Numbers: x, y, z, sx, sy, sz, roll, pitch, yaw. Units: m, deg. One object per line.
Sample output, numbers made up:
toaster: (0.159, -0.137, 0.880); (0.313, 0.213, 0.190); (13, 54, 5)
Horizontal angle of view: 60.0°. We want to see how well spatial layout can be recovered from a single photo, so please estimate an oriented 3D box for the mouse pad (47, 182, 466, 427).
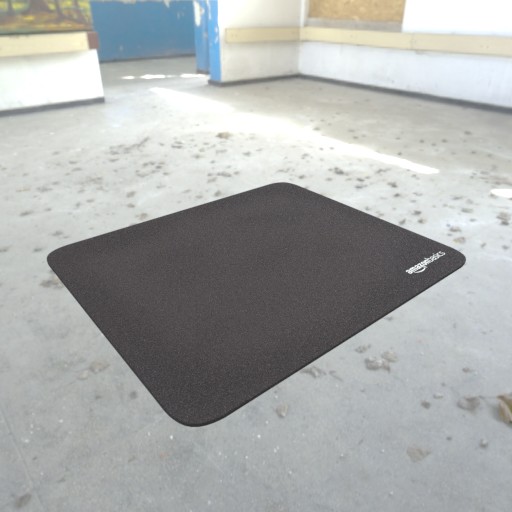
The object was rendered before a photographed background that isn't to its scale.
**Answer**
mouse pad: (0.000, 0.000, 0.332); (0.249, 0.002, 0.211); (-22, 37, -33)
